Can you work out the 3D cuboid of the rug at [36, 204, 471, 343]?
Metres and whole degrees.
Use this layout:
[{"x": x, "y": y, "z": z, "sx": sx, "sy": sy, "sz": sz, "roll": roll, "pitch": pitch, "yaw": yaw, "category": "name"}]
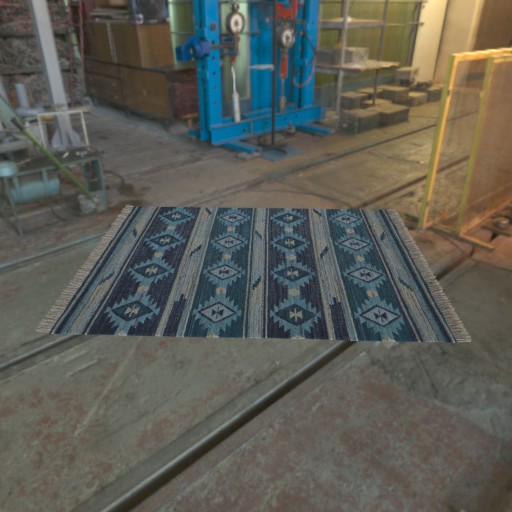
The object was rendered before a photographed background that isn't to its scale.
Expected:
[{"x": 0.000, "y": 0.000, "z": 4.359, "sx": 3.307, "sy": 0.047, "sz": 2.418, "roll": 1, "pitch": 30, "yaw": 2, "category": "rug"}]
